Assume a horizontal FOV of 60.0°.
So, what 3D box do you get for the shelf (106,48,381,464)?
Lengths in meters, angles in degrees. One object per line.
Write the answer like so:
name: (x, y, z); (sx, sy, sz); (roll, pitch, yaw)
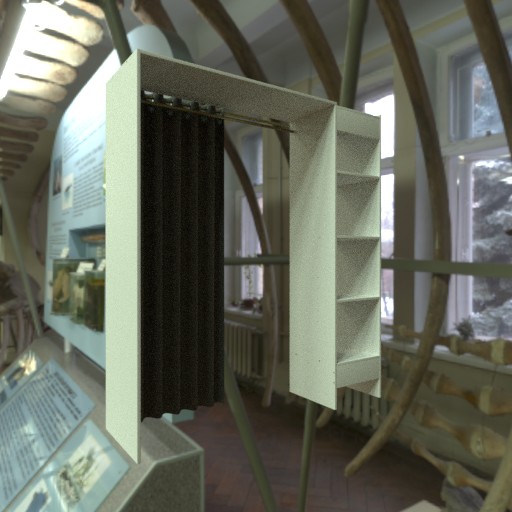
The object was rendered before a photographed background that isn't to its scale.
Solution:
shelf: (0.000, 0.000, 2.586); (1.600, 1.810, 0.500); (0, 0, -34)
